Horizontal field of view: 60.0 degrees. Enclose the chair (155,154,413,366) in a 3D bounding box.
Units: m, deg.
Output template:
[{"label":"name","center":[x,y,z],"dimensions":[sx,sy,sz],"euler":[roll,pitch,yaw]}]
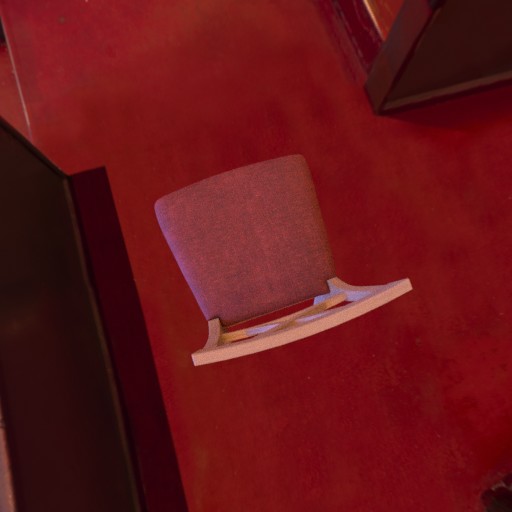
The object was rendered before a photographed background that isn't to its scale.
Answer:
[{"label":"chair","center":[0.000,0.000,1.193],"dimensions":[0.439,0.912,0.492],"euler":[-19,78,-4]}]
